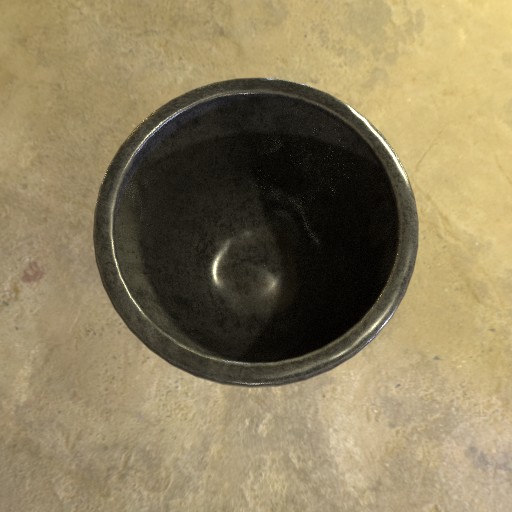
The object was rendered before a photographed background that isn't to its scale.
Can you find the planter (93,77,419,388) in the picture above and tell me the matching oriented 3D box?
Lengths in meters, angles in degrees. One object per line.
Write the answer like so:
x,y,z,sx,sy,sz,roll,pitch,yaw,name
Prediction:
0.000,0.000,0.249,0.140,0.129,0.140,0,75,0,planter
